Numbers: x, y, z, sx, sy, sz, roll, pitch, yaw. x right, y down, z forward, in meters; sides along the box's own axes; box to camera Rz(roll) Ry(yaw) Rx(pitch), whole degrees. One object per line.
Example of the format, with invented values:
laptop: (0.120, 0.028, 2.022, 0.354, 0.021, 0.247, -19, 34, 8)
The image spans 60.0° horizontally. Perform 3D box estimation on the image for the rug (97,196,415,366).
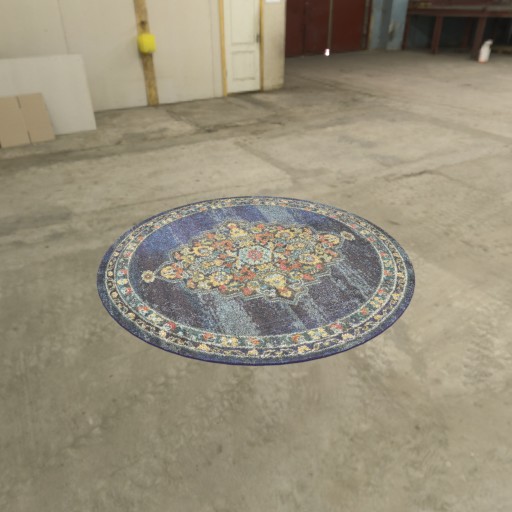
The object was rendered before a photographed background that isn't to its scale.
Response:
rug: (0.000, 0.000, 3.475, 2.386, 0.014, 2.386, 0, 30, 0)
